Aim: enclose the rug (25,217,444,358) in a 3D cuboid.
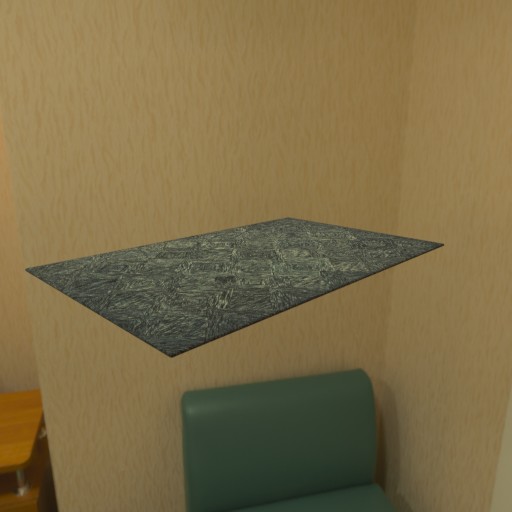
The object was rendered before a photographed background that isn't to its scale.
[{"bbox_3d":[0.000,0.000,2.871,2.330,0.017,1.478,-15,21,-43],"label":"rug"}]
